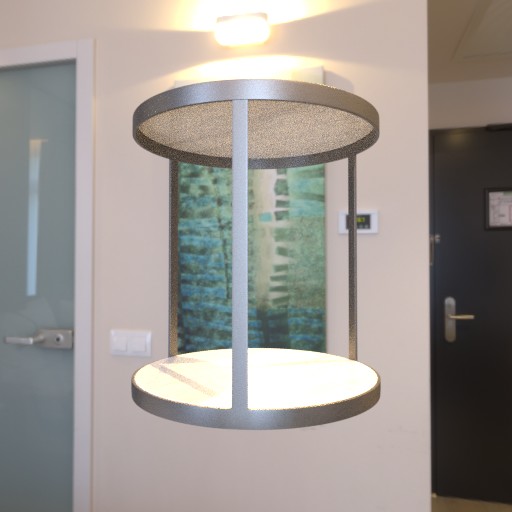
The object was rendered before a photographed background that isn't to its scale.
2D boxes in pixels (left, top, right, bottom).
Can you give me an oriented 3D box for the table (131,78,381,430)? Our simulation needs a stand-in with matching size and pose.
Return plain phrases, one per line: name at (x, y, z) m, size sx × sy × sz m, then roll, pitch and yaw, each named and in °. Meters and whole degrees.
table at (0.000, 0.000, 0.825) m, size 0.445 × 0.479 × 0.445 m, roll 0°, pitch -1°, yaw 0°
